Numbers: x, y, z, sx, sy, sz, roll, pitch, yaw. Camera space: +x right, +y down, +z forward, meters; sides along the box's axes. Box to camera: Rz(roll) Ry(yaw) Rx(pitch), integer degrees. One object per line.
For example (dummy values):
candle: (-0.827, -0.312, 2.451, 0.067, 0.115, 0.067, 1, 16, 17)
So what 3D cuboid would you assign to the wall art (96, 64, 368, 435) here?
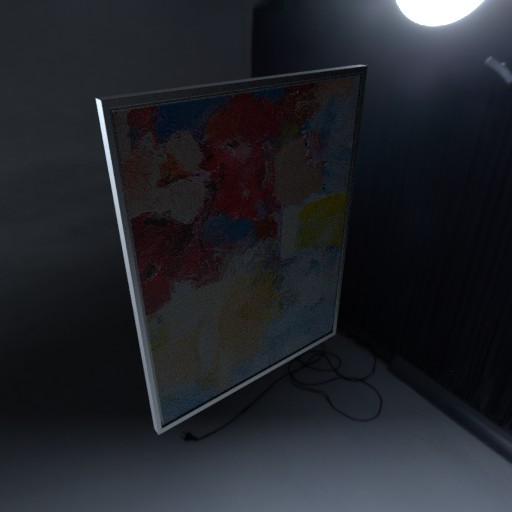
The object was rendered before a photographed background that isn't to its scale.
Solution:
wall art: (0.000, 0.000, 1.393, 0.816, 1.046, 0.030, -21, 37, -31)
